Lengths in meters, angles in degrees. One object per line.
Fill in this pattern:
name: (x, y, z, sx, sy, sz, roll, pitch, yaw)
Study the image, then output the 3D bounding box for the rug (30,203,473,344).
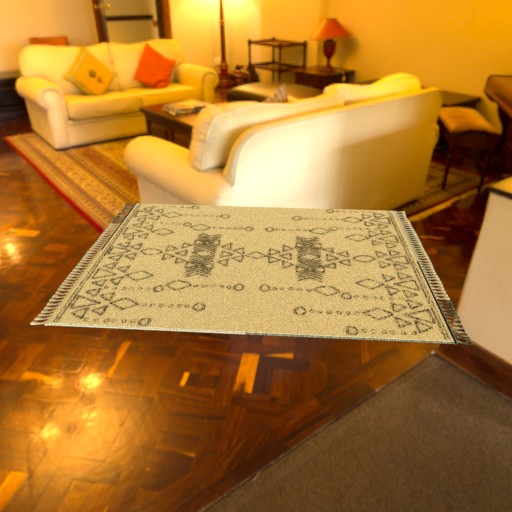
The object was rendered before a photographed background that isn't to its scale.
rug: (0.000, 0.000, 2.989, 2.312, 0.013, 1.600, 2, 31, 3)
